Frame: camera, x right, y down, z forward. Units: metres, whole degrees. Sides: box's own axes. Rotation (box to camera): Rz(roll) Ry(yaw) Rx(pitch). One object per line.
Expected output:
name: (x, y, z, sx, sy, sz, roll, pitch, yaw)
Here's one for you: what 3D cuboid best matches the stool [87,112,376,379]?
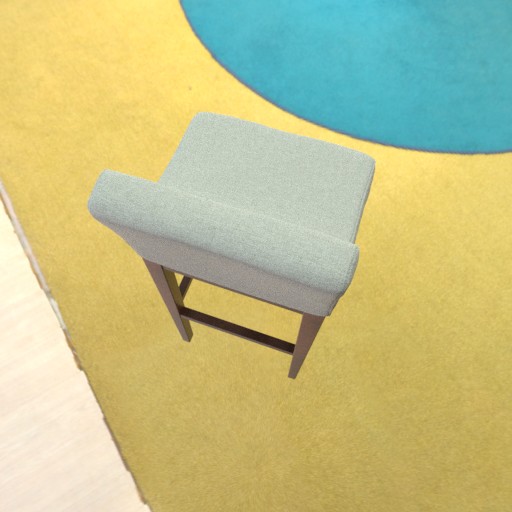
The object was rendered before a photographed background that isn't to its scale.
stool: (0.000, 0.000, 1.326, 0.511, 1.037, 0.500, 17, 65, 8)
